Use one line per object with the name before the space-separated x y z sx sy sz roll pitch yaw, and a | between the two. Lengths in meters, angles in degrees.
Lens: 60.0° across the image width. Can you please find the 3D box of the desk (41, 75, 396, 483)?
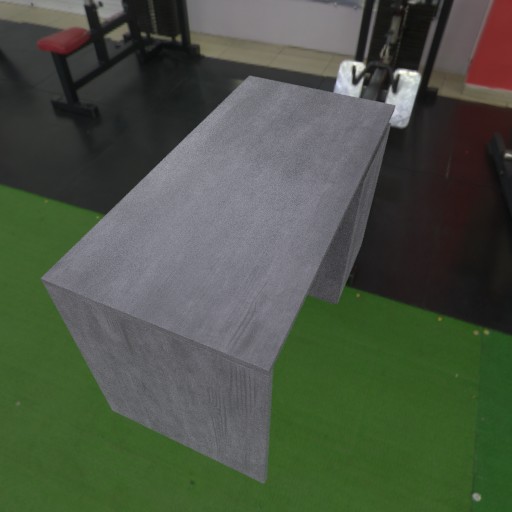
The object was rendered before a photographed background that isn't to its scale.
desk | 0.000 0.000 1.629 0.600 0.740 1.200 18 49 16
